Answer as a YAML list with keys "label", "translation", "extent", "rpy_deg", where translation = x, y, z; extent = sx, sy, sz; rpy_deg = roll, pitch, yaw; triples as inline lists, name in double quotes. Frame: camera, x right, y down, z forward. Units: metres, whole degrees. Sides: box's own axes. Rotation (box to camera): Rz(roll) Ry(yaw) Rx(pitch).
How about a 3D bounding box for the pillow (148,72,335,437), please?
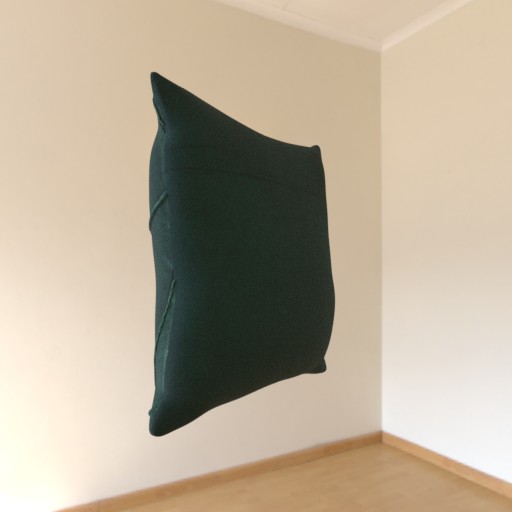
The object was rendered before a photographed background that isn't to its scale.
- label: "pillow"
  translation: [0.000, 0.000, 0.695]
  extent: [0.184, 0.440, 0.439]
  rpy_deg: [-1, -2, 35]
